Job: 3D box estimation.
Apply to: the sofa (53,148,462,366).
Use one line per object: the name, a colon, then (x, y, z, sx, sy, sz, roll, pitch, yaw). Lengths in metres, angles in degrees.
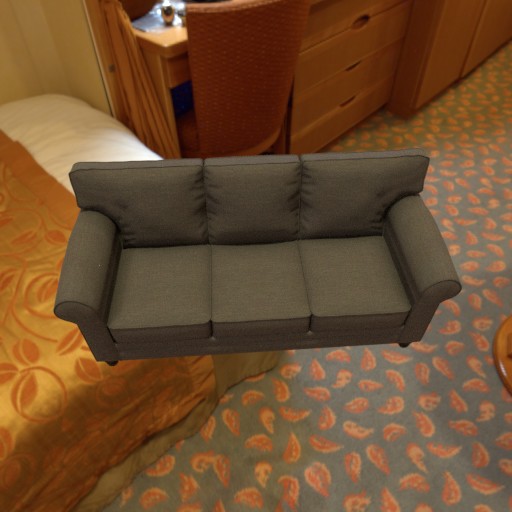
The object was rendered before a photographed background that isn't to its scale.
sofa: (0.000, 0.000, 2.622, 2.084, 0.966, 0.909, -3, 47, -3)
